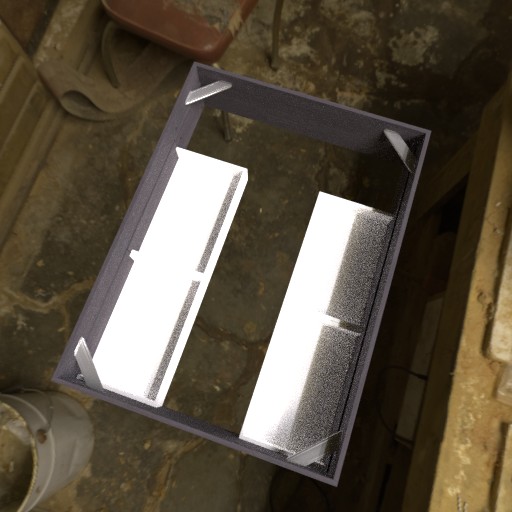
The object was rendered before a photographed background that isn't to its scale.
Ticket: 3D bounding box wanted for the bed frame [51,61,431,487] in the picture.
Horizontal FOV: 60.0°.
[{"bbox_3d":[0.000,0.000,2.532,1.448,0.459,1.944,18,75,5],"label":"bed frame"}]
